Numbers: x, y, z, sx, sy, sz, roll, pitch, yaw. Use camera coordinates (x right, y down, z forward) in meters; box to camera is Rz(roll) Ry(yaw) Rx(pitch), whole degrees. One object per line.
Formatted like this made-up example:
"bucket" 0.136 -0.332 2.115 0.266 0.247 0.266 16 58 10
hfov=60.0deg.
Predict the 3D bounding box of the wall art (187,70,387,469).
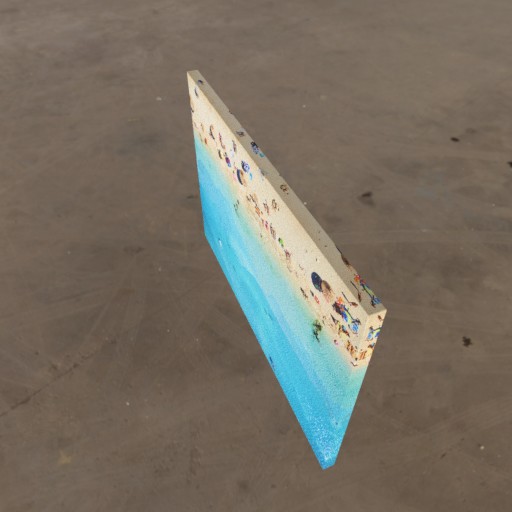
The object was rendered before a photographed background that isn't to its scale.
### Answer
"wall art" 0.000 0.000 1.441 0.040 0.769 1.136 -17 48 -16
